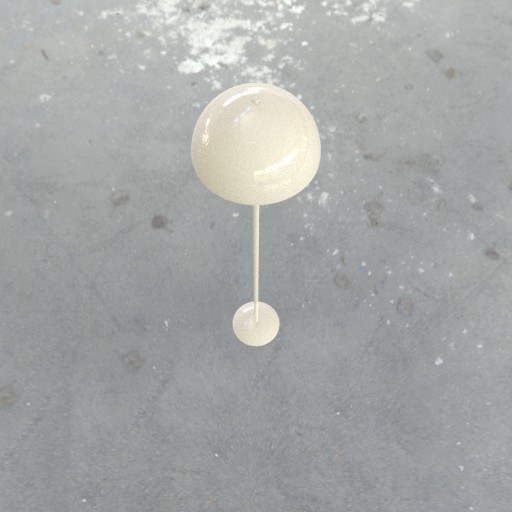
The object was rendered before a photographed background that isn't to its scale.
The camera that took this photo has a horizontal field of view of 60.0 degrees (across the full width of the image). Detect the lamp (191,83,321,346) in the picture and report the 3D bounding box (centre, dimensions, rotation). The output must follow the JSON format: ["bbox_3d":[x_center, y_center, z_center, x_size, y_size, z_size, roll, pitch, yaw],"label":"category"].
[{"bbox_3d":[0.000,0.000,1.631,0.328,1.480,0.328,-36,68,-17],"label":"lamp"}]
